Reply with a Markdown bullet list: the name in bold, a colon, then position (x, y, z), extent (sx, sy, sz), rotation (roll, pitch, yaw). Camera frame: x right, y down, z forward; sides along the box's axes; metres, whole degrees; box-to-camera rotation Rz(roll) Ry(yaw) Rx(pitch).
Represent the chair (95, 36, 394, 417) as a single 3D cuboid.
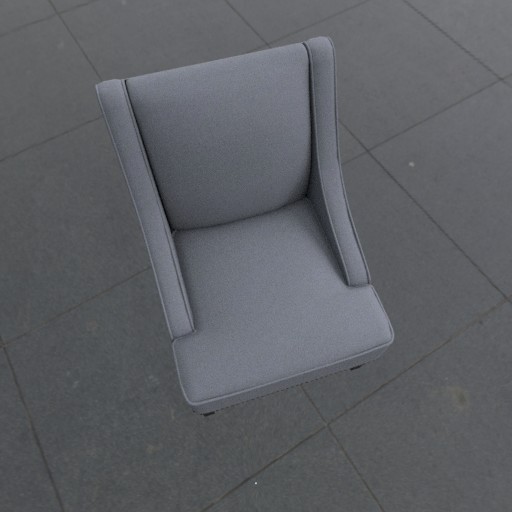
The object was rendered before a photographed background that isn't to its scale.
- **chair**: position (0.000, 0.000, 1.351), extent (0.631, 0.867, 0.747), rotation (-15, 64, -8)
